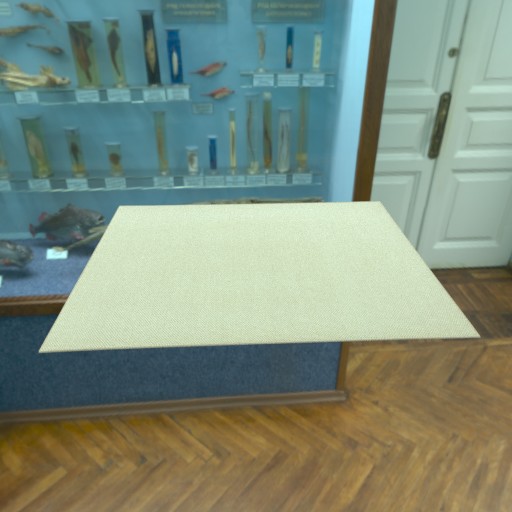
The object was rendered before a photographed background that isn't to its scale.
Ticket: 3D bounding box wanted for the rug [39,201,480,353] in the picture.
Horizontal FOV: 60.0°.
[{"bbox_3d":[0.000,0.000,4.098,3.039,0.018,2.462,-1,30,-2],"label":"rug"}]
